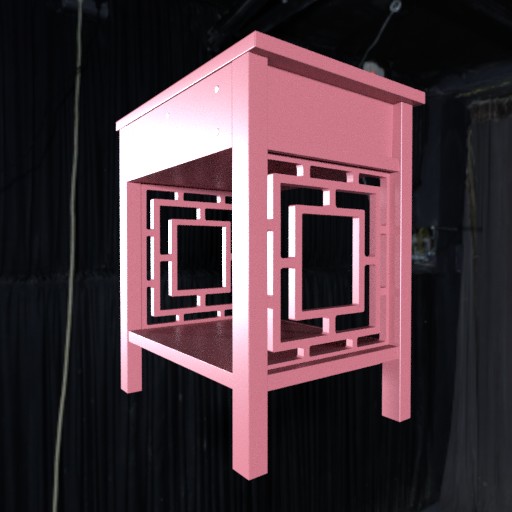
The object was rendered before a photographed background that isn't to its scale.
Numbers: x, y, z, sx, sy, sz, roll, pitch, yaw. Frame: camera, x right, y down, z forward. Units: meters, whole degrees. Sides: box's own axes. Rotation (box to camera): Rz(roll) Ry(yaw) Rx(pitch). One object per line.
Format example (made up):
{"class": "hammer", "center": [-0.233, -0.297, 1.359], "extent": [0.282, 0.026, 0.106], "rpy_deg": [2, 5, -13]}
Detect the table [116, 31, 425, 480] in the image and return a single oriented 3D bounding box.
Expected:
{"class": "table", "center": [0.000, 0.000, 1.040], "extent": [0.451, 0.686, 0.599], "rpy_deg": [-1, 1, -37]}
